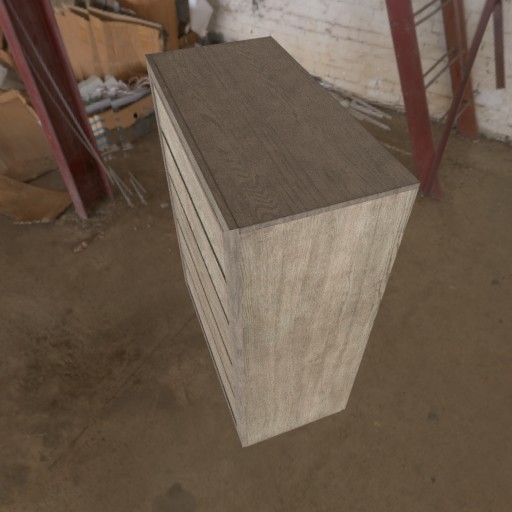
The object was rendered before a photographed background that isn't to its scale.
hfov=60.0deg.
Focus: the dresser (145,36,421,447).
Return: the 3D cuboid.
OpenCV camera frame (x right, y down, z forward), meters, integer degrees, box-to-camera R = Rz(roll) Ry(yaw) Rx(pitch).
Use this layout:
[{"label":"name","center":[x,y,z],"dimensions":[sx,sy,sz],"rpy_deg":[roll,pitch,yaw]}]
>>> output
[{"label":"dresser","center":[0.000,0.000,1.785],"dimensions":[0.483,1.295,0.967],"rpy_deg":[-15,49,-14]}]
